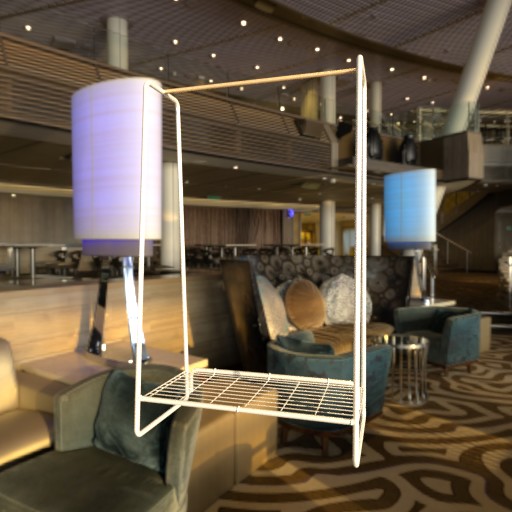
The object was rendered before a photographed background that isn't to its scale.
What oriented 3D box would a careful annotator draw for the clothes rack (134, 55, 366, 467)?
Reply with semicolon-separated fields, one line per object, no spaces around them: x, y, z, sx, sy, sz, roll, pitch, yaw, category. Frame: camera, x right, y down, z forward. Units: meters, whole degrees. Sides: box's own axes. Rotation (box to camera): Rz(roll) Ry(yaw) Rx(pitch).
0.000;0.000;1.905;0.900;1.500;0.495;0;1;17;clothes rack
